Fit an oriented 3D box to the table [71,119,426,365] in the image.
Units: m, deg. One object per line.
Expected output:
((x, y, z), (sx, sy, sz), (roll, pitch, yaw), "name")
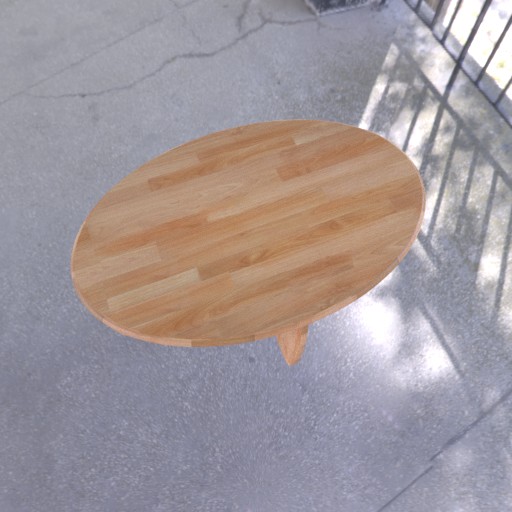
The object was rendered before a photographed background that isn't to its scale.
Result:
((0.000, 0.000, 1.445), (1.040, 0.490, 0.690), (-20, 64, -10), "table")
